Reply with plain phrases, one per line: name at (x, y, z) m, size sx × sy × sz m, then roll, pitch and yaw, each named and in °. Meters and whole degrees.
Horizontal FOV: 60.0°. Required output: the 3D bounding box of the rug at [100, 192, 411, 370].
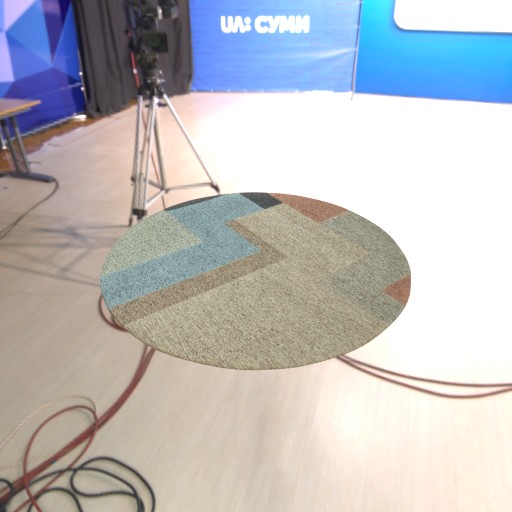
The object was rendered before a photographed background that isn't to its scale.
rug at (0.000, 0.000, 3.643) m, size 2.461 × 0.033 × 2.461 m, roll 0°, pitch 33°, yaw 0°
